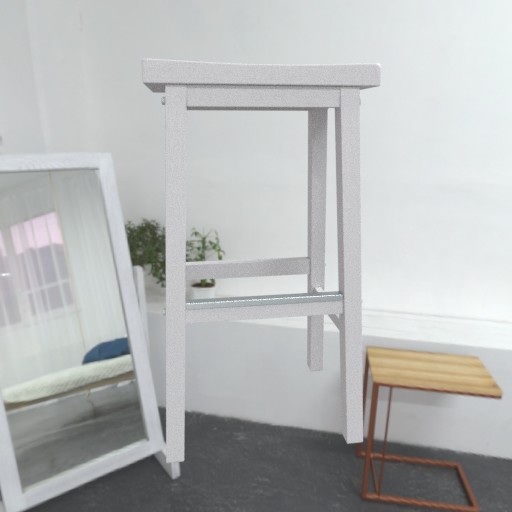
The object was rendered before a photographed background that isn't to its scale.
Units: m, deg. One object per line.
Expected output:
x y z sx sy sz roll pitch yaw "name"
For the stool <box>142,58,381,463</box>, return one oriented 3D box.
0.000 0.000 0.948 0.406 0.742 0.322 -2 17 -8 "stool"
